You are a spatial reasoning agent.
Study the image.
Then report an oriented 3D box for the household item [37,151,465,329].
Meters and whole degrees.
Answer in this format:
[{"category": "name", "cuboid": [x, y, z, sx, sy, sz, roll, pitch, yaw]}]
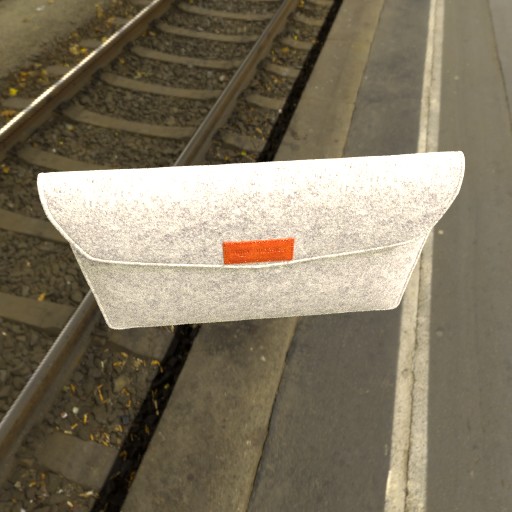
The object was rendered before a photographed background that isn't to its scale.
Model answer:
[{"category": "household item", "cuboid": [0.000, 0.000, 0.431, 0.335, 0.221, 0.057, -4, 49, -3]}]
